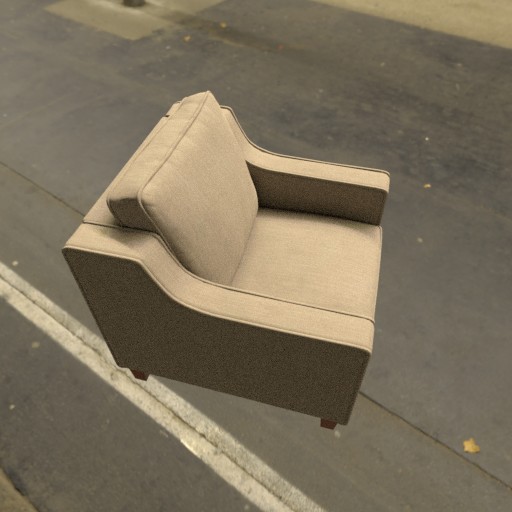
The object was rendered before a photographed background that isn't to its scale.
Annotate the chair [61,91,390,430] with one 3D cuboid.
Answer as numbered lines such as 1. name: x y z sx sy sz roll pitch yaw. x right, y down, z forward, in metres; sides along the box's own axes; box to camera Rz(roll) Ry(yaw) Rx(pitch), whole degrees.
1. chair: 0.000 0.000 1.665 0.909 0.960 0.831 11 49 10
